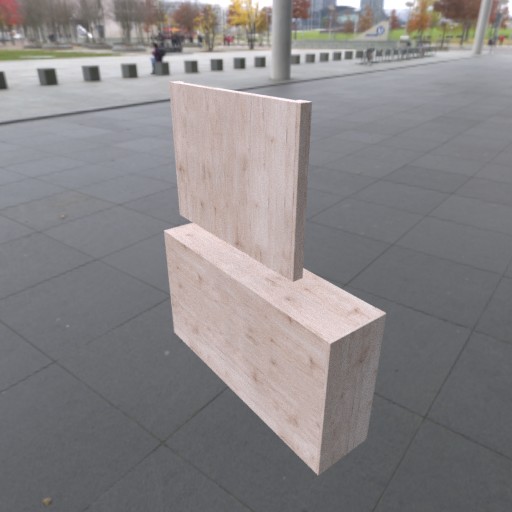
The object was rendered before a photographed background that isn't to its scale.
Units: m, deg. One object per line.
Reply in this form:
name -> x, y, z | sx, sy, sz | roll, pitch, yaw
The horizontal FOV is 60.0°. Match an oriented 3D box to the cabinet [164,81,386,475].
cabinet -> 0.000, 0.000, 2.776 | 0.420, 1.981, 1.700 | -19, 32, -33
